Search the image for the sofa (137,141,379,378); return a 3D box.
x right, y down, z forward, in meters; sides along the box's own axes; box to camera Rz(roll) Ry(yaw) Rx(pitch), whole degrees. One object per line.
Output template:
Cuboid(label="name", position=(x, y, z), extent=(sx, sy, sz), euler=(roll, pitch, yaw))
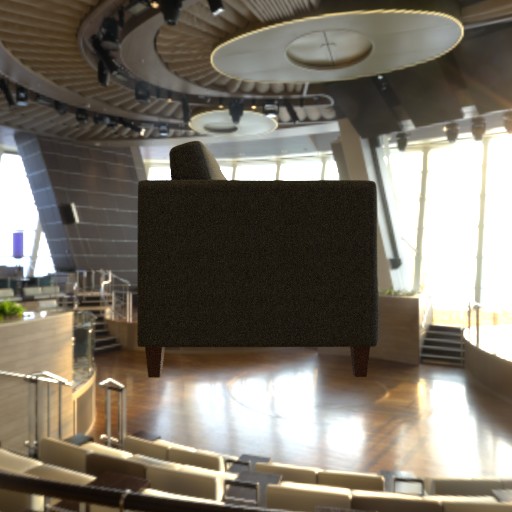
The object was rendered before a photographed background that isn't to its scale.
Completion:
Cuboid(label="sofa", position=(0.000, 0.000, 2.757), extent=(0.948, 0.965, 2.208), euler=(0, 0, -1))
